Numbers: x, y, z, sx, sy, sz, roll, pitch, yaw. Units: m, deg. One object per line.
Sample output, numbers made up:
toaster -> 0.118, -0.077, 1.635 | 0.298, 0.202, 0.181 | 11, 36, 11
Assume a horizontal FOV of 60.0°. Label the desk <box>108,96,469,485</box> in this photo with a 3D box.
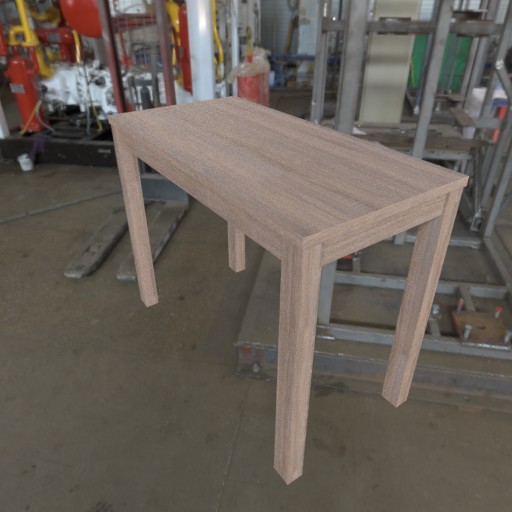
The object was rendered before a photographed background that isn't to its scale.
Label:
desk -> 0.000, 0.000, 1.438 | 0.495, 0.762, 0.991 | -21, 38, -29
